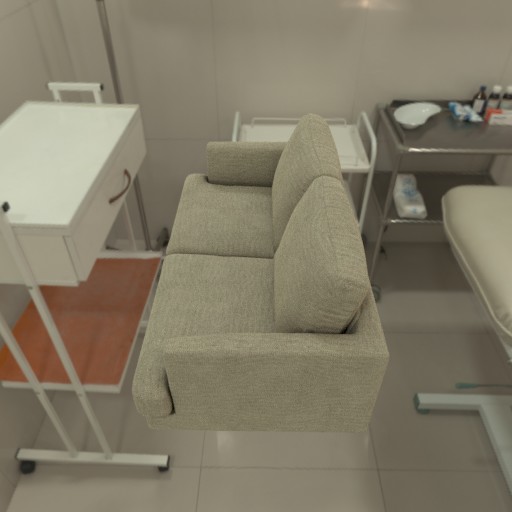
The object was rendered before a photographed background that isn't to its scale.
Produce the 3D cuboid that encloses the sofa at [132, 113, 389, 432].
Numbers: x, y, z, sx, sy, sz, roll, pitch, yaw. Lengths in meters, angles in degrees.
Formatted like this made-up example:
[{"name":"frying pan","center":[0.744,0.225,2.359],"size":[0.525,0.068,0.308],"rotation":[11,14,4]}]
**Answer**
[{"name":"sofa","center":[0.000,0.000,2.177],"size":[0.903,0.944,1.582],"rotation":[1,41,1]}]
